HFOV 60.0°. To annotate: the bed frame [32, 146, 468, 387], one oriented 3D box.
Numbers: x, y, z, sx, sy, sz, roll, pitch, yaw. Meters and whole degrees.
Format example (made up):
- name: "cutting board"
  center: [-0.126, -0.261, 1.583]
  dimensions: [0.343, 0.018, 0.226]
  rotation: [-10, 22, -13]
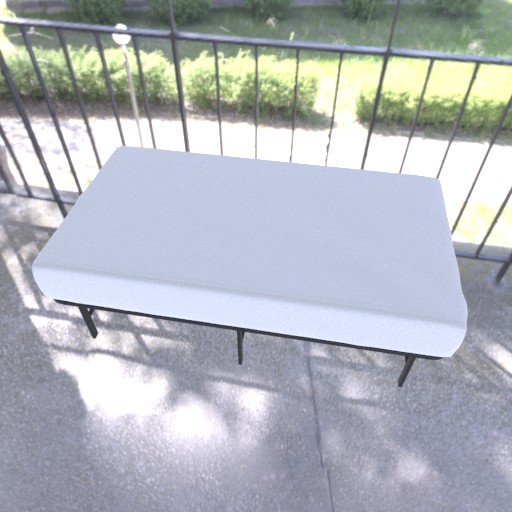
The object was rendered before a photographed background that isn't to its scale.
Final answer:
- name: "bed frame"
  center: [0.000, 0.000, 2.384]
  dimensions: [1.908, 0.640, 1.025]
  rotation: [7, 46, 7]
